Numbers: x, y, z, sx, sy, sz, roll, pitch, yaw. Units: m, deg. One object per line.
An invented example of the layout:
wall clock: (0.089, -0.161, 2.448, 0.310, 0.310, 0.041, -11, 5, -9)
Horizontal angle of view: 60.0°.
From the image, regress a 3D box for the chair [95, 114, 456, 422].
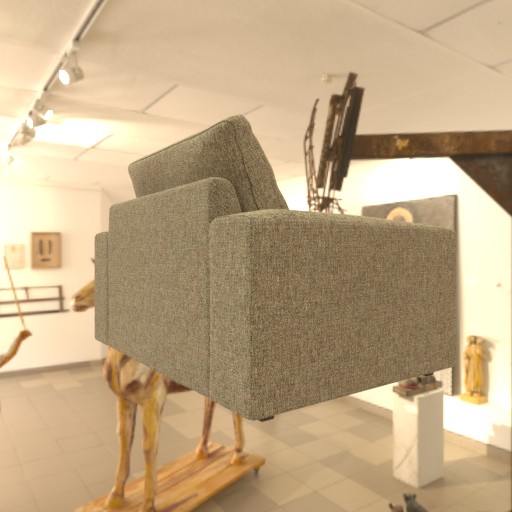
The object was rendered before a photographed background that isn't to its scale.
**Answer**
chair: (0.000, 0.000, 2.005, 1.039, 0.915, 1.398, 0, 0, -36)
